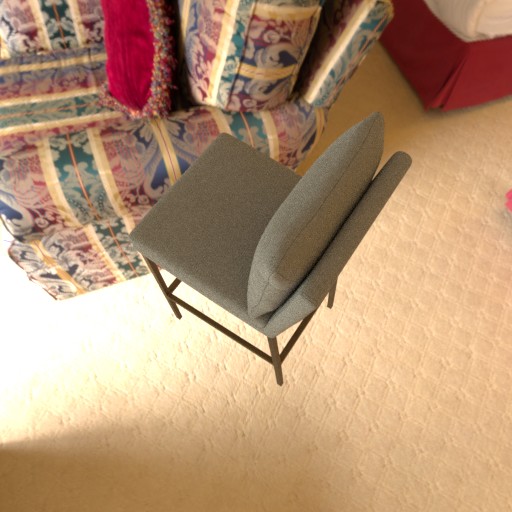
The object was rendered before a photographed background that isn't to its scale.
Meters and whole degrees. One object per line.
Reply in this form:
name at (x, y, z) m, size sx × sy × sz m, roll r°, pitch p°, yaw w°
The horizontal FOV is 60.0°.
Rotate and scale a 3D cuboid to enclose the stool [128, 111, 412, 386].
stool at (0.000, 0.000, 1.423) m, size 0.569 × 1.132 × 0.463 m, roll 32°, pitch 69°, yaw 14°
